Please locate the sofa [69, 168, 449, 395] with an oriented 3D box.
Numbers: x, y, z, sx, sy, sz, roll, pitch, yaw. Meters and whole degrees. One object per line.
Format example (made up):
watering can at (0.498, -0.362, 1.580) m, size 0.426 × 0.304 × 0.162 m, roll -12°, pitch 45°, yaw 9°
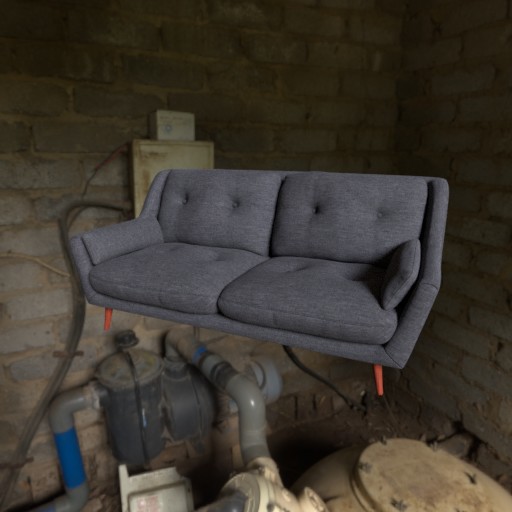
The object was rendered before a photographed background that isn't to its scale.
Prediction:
sofa at (0.000, 0.000, 2.453) m, size 1.929 × 0.896 × 0.975 m, roll 7°, pitch 16°, yaw 25°
